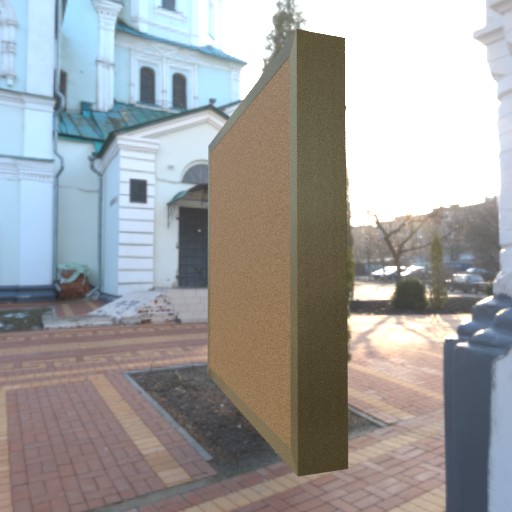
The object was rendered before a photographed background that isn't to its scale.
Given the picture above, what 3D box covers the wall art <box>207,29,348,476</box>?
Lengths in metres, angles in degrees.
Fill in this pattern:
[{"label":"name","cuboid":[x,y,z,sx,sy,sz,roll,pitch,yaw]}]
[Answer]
[{"label":"wall art","cuboid":[0.000,0.000,0.452,0.038,0.305,0.304,1,-2,-18]}]
